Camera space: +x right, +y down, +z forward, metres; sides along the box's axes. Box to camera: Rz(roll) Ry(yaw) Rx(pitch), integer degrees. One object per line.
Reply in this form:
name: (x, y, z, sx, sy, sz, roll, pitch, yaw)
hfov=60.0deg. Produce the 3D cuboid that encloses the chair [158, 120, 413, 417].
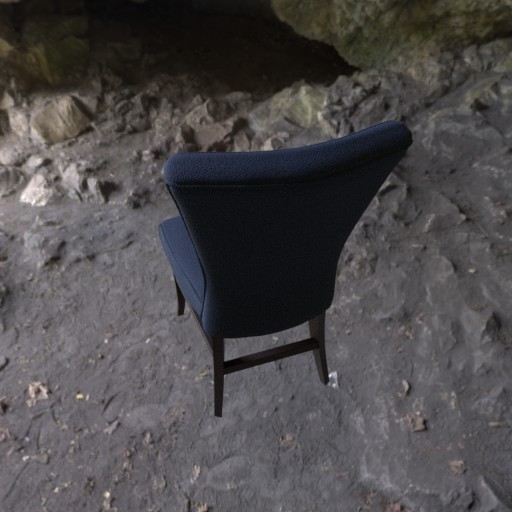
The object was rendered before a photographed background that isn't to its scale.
chair: (0.000, 0.000, 1.352, 0.520, 0.991, 0.660, -12, 43, -14)
